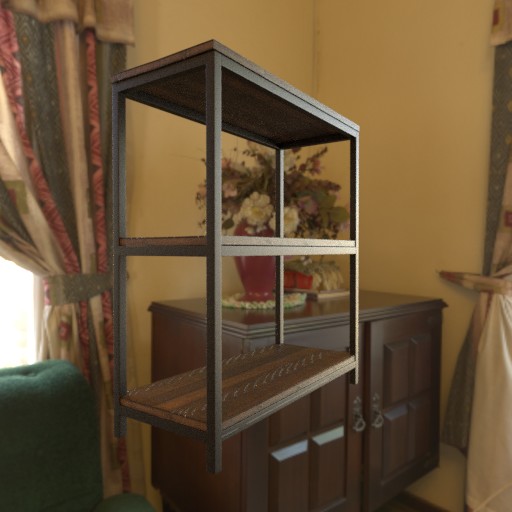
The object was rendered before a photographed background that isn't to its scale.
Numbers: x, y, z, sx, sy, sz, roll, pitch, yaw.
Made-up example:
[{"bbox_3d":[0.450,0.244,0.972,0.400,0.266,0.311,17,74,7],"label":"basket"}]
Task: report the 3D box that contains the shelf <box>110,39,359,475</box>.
[{"bbox_3d":[0.000,0.000,1.398,0.352,0.947,0.822,1,1,35],"label":"shelf"}]
